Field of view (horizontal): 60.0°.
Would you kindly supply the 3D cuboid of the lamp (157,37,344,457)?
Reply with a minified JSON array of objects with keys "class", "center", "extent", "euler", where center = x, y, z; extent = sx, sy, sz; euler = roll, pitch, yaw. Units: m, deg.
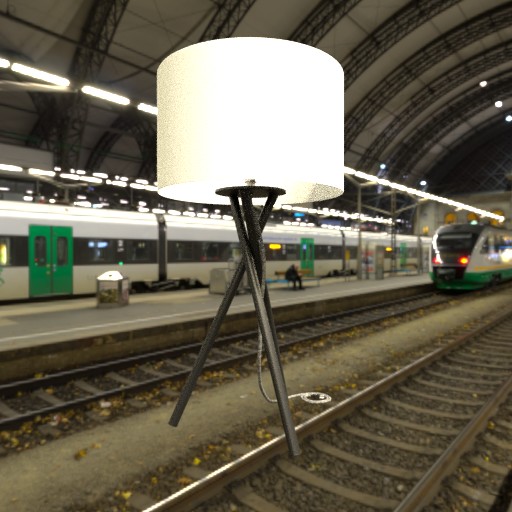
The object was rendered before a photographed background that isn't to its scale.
[{"class":"lamp","center":[0.000,0.000,0.892],"extent":[0.353,0.674,0.422],"euler":[0,0,18]}]
